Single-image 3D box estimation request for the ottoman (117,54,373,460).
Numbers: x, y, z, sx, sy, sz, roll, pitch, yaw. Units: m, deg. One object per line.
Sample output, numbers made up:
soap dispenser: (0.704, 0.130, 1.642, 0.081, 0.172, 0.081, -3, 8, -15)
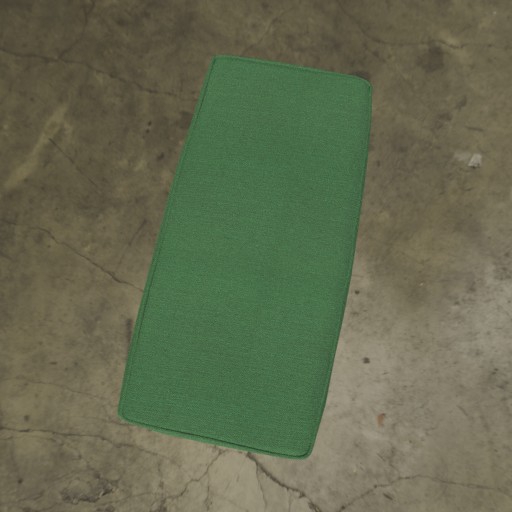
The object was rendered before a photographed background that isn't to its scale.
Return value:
ottoman: (0.000, 0.000, 1.256, 0.483, 0.471, 0.957, 11, 77, 3)
